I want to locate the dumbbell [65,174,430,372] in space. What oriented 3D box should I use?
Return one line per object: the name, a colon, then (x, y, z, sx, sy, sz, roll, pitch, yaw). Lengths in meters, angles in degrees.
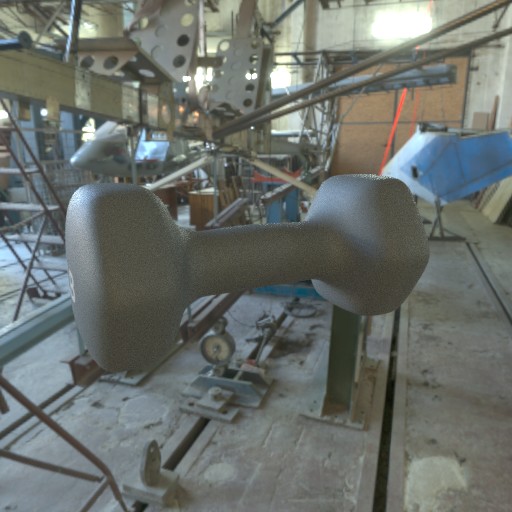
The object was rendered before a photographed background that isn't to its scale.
dumbbell: (0.000, 0.000, 0.235, 0.184, 0.081, 0.090, -7, 15, -26)
